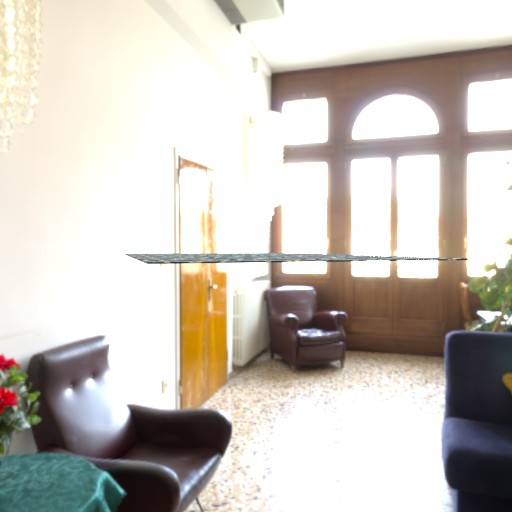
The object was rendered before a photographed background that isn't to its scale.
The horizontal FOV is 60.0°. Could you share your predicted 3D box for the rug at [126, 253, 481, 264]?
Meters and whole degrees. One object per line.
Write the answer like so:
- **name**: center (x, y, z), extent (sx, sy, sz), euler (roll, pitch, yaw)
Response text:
- **rug**: center (0.000, 0.000, 4.505), extent (2.438, 0.010, 3.353), euler (0, 1, -19)
